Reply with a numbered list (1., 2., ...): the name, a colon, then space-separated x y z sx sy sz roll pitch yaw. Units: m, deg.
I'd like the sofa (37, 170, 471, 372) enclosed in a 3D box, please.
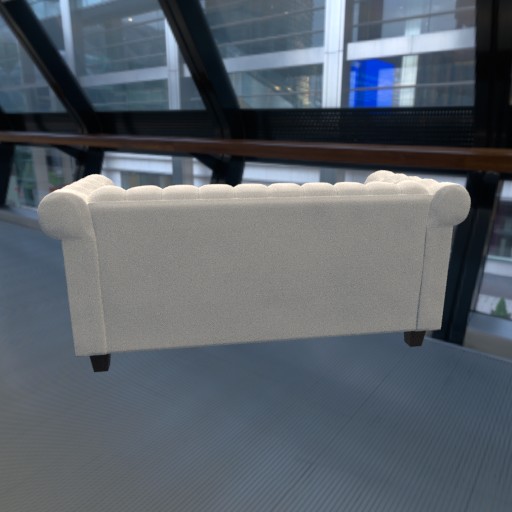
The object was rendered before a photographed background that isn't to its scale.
1. sofa: 0.000 0.000 2.247 1.798 0.796 0.771 -2 16 -9
